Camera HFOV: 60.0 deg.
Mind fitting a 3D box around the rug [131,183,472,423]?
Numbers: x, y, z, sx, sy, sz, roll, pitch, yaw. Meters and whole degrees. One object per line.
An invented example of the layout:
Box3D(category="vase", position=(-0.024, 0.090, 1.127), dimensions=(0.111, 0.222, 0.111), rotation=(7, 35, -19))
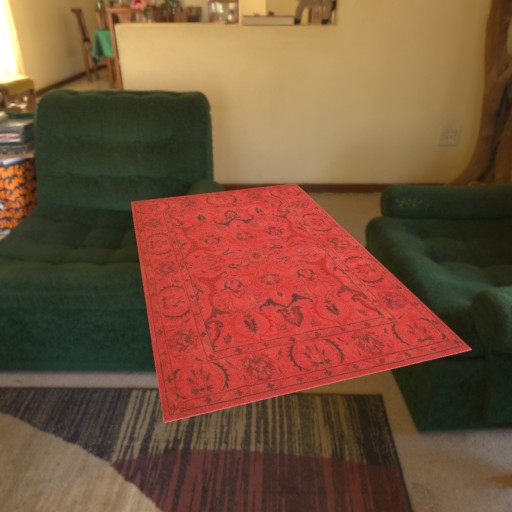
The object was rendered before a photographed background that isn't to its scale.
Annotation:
Box3D(category="rug", position=(0.000, 0.000, 3.038), dimensions=(1.534, 0.010, 2.423), rotation=(-9, 31, -15))
